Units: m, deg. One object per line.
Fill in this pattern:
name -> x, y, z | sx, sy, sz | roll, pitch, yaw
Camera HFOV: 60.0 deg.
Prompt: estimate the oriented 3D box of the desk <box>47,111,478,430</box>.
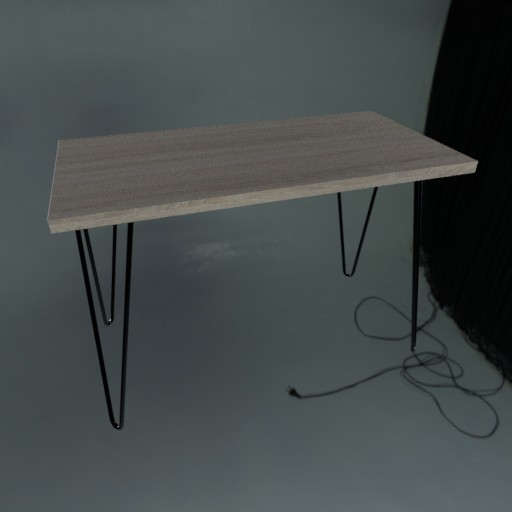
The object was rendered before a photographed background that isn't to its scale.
desk -> 0.000, 0.000, 1.342 | 0.991, 0.660, 0.499 | -10, 34, -15
